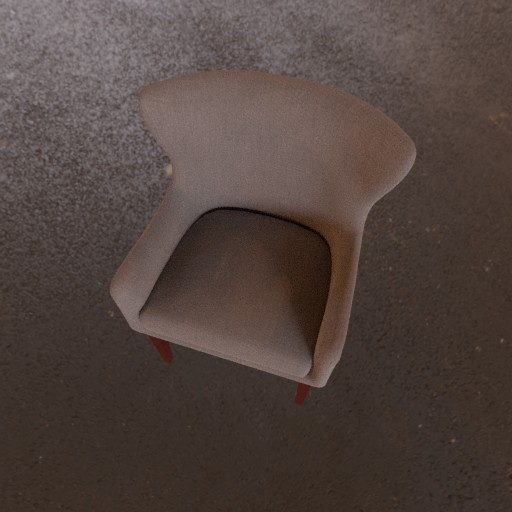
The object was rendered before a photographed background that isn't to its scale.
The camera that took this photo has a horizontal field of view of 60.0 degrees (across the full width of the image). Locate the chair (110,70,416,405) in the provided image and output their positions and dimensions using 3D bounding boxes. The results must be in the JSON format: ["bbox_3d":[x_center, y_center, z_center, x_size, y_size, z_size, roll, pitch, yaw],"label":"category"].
[{"bbox_3d":[0.000,0.000,1.450,0.732,0.948,0.677,15,60,9],"label":"chair"}]
